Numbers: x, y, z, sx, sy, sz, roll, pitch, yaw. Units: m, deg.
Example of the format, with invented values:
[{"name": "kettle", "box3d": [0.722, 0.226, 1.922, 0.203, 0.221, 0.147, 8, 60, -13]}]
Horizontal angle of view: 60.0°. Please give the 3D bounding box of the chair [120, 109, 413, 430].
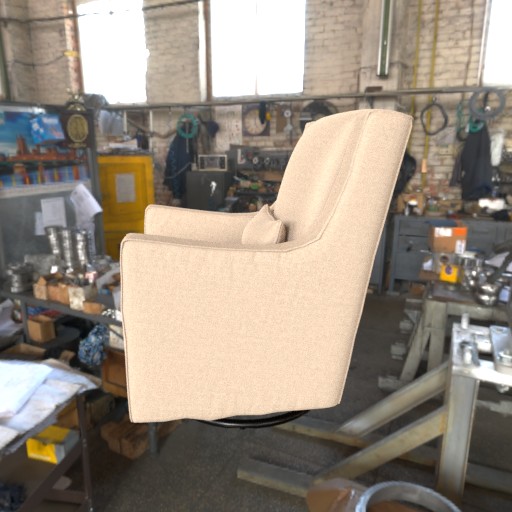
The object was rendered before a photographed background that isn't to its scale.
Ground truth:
[{"name": "chair", "box3d": [0.000, 0.000, 1.592, 0.879, 0.993, 0.732, -2, 14, -8]}]
